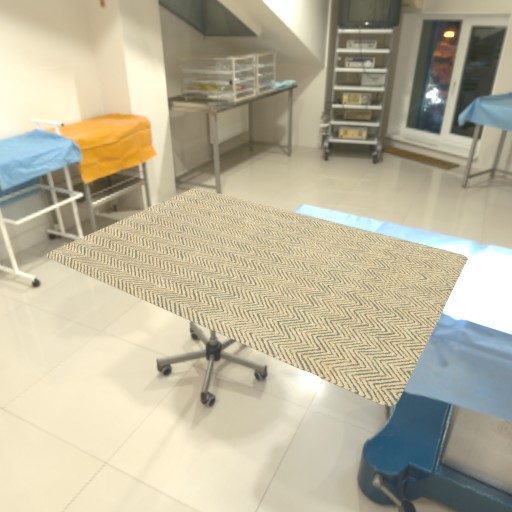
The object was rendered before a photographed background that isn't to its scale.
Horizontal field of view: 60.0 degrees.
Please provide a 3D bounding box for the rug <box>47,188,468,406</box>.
[{"bbox_3d":[0.000,0.000,2.175,1.752,0.008,1.144,18,33,29],"label":"rug"}]
